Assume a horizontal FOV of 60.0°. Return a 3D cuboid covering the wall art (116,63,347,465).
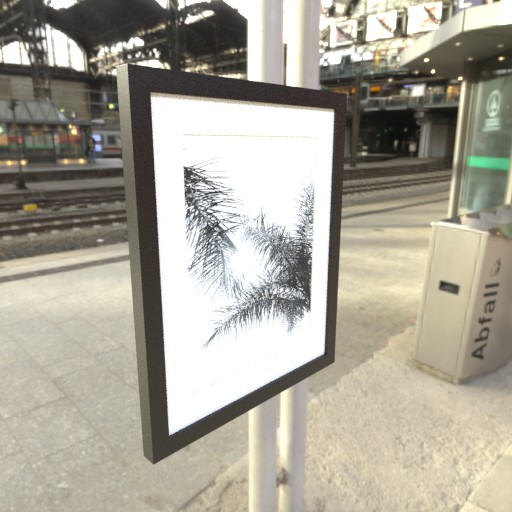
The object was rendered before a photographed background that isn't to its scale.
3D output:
[{"bbox_3d":[0.000,0.000,0.759,0.457,0.557,0.028,-13,19,-43],"label":"wall art"}]
